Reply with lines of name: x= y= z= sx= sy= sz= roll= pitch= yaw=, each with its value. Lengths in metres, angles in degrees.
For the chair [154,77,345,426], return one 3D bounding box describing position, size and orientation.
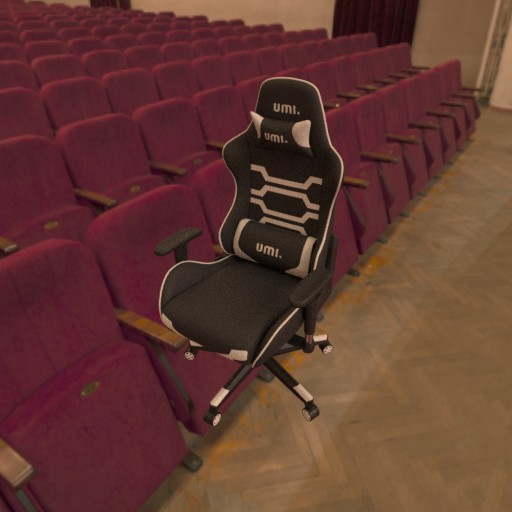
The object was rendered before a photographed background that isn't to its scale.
chair: x=0.000 y=0.000 z=1.707 sx=0.700 sy=1.240 sz=0.700 roll=18 pitch=35 yaw=29
